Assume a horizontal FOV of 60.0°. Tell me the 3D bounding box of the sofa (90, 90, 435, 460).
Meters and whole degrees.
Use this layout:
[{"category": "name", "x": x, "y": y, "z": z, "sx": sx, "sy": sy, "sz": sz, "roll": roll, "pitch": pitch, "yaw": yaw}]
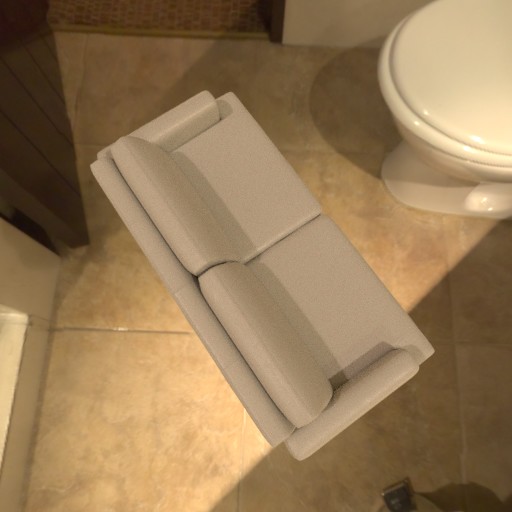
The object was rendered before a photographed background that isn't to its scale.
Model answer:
[{"category": "sofa", "x": 0.000, "y": 0.000, "z": 2.438, "sx": 0.974, "sy": 0.765, "sz": 1.940, "roll": -34, "pitch": 77, "yaw": -9}]
